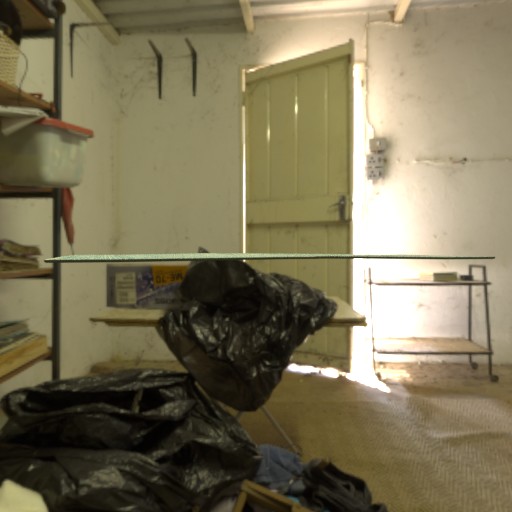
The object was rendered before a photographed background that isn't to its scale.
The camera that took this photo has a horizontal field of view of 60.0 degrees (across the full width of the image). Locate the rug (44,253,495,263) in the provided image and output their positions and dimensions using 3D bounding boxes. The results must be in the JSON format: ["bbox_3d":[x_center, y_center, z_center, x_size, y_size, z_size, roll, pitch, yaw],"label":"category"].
[{"bbox_3d":[0.000,0.000,5.076,4.078,0.052,2.802,0,1,-18],"label":"rug"}]
